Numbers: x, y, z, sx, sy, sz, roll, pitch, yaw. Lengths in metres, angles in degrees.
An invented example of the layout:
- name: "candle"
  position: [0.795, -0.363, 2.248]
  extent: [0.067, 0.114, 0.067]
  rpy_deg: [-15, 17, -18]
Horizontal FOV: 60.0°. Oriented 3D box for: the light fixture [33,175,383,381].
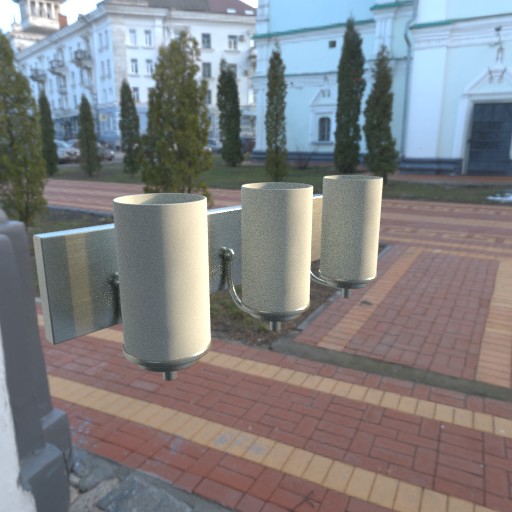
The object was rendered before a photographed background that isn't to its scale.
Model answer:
- name: "light fixture"
  position: [0.000, 0.000, 0.534]
  extent: [0.145, 0.172, 0.451]
  rpy_deg: [13, 20, 42]
